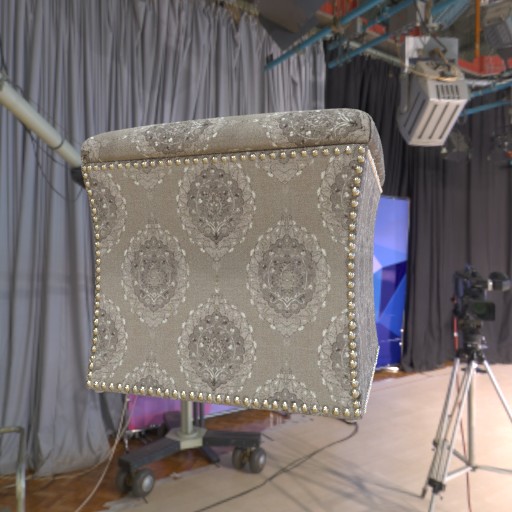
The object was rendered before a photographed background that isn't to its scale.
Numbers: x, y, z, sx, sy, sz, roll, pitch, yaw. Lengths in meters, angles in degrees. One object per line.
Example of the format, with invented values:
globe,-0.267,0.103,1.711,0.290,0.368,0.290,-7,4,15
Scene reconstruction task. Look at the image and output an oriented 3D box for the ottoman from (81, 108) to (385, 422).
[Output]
ottoman,0.000,0.000,0.914,0.507,0.473,0.497,0,1,18
